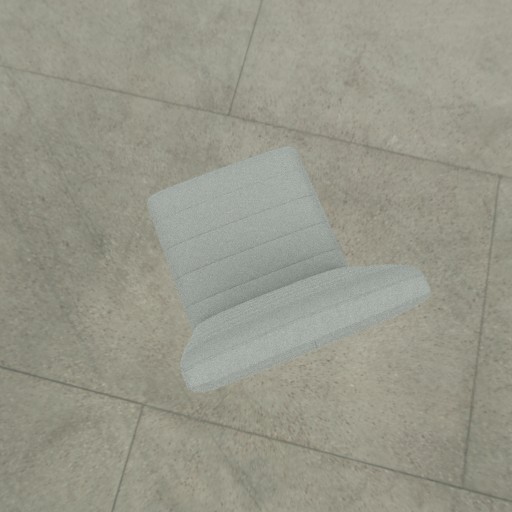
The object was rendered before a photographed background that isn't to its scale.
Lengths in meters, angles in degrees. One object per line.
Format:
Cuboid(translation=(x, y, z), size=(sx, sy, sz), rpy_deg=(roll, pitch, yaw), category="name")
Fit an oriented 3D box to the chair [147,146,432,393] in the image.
Cuboid(translation=(0.000, 0.000, 1.340), size=(0.520, 0.930, 0.634), rpy_deg=(-21, 77, -5), category="chair")
